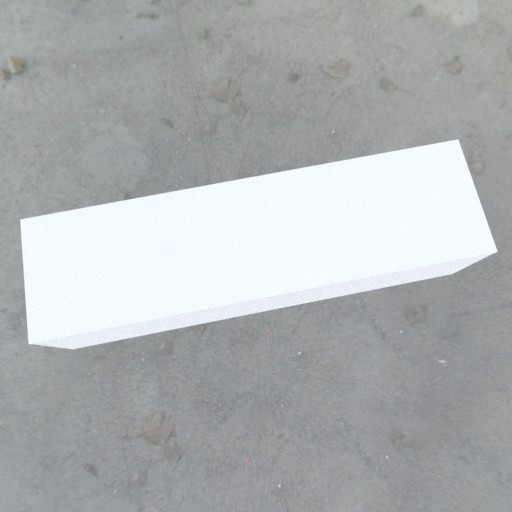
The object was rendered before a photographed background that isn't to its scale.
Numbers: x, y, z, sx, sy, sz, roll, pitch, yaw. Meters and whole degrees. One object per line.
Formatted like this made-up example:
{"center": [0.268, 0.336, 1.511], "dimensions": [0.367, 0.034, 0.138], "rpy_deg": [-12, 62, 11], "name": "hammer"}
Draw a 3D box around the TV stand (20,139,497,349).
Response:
{"center": [0.000, 0.000, 1.615], "dimensions": [1.398, 0.560, 0.401], "rpy_deg": [-11, 76, -3], "name": "TV stand"}
